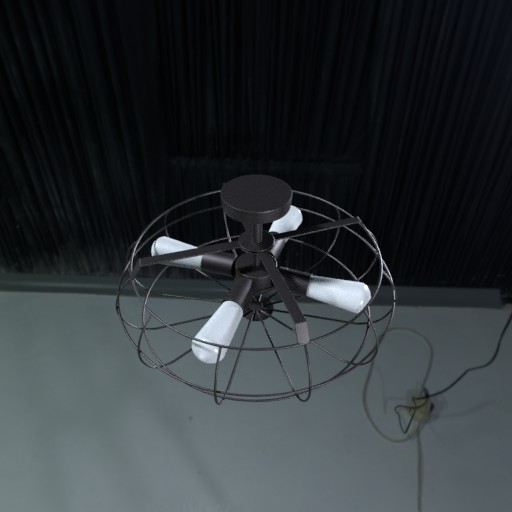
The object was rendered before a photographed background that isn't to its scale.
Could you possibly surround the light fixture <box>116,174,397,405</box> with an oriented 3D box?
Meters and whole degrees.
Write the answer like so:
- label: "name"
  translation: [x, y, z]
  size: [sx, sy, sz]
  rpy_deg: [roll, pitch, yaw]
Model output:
- label: "light fixture"
  translation: [0.000, 0.000, 0.915]
  size: [0.582, 0.311, 0.582]
  rpy_deg: [0, 41, 0]
